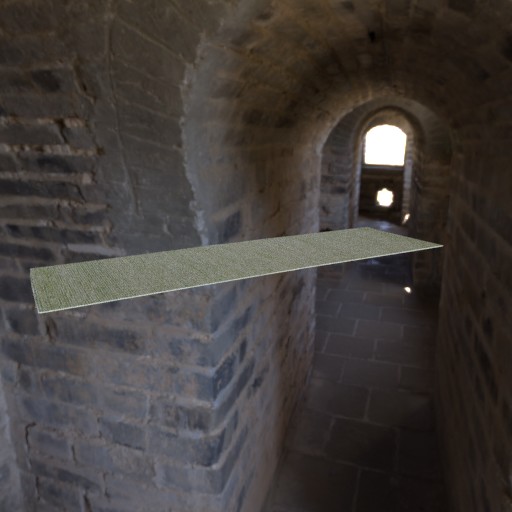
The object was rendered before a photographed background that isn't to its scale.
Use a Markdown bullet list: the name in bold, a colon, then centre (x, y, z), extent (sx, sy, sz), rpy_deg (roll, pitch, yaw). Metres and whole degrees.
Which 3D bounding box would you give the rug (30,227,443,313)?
- **rug**: centre (0.000, 0.000, 2.573), extent (2.340, 0.013, 0.686), rpy_deg (-8, 17, -27)
